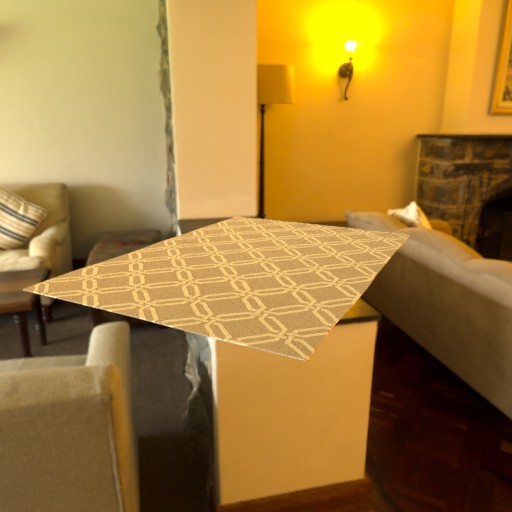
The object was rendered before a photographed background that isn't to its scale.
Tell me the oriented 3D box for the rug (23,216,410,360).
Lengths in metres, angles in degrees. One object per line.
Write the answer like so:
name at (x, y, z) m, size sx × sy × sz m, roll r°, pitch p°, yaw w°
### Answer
rug at (0.000, 0.000, 2.769) m, size 1.524 × 0.013 × 2.135 m, roll 8°, pitch 18°, yaw 26°
